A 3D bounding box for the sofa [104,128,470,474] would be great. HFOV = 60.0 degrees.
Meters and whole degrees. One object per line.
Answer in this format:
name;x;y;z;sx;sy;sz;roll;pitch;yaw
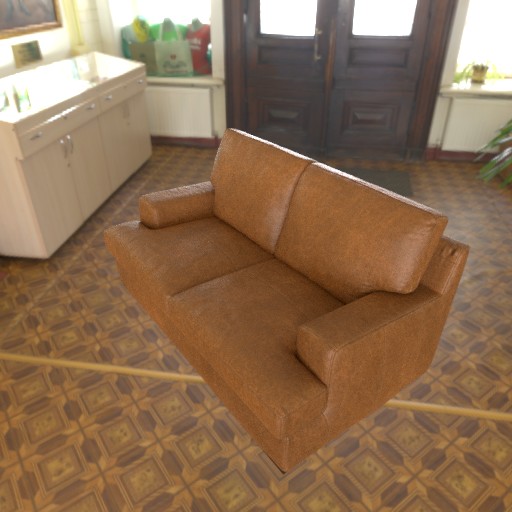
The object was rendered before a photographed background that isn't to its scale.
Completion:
sofa;0.000;0.000;2.501;1.144;0.966;1.880;-22;38;-30
